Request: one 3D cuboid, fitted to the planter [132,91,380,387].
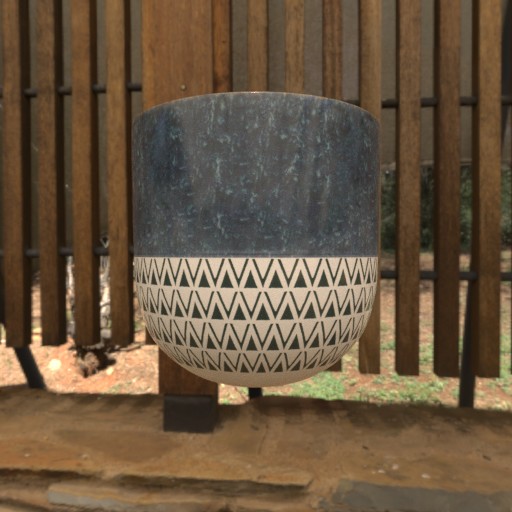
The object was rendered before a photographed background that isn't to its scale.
[{"bbox_3d":[0.000,0.000,0.493,0.266,0.270,0.266,0,0,0],"label":"planter"}]
